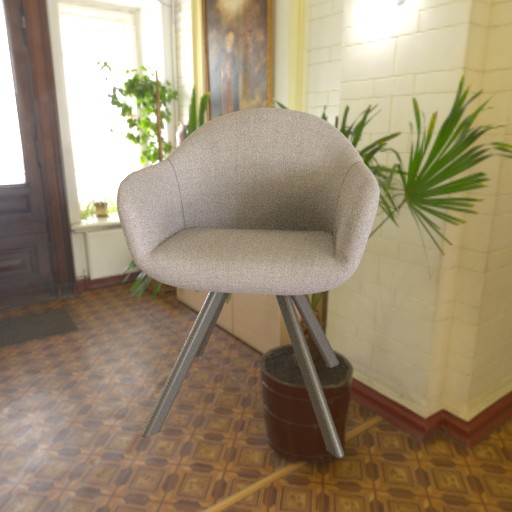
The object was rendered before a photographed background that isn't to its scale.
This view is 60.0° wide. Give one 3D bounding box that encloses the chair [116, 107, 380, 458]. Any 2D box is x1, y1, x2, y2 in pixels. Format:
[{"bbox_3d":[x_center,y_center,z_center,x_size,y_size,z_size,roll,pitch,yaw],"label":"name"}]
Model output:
[{"bbox_3d":[0.000,0.000,1.210,0.590,0.795,0.550,2,15,8],"label":"chair"}]
